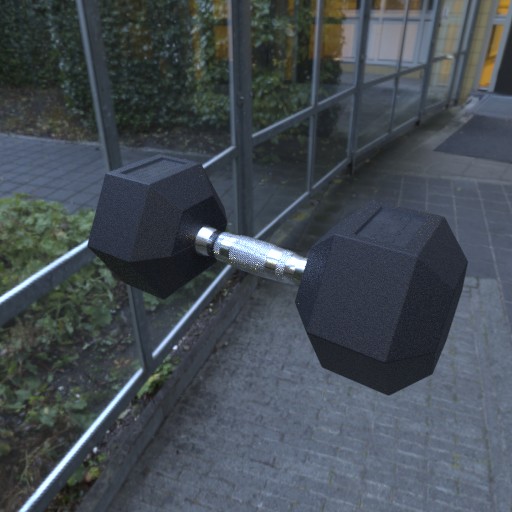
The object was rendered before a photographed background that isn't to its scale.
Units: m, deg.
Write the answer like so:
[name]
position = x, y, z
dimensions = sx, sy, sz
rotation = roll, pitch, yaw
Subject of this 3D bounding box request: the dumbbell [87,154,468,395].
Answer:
[dumbbell]
position = 0.000, 0.000, 0.402
dimensions = 0.337, 0.123, 0.142
rotation = 18, 34, 28
